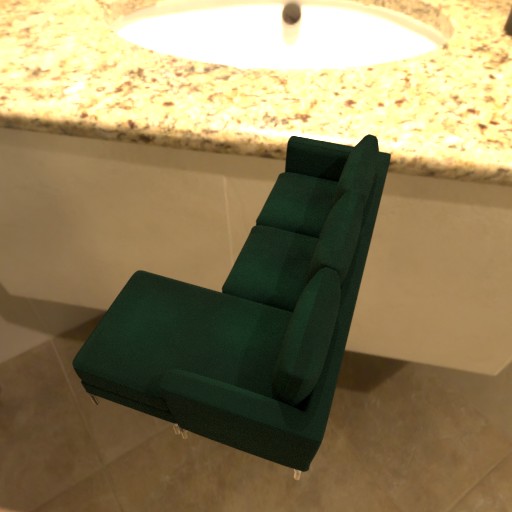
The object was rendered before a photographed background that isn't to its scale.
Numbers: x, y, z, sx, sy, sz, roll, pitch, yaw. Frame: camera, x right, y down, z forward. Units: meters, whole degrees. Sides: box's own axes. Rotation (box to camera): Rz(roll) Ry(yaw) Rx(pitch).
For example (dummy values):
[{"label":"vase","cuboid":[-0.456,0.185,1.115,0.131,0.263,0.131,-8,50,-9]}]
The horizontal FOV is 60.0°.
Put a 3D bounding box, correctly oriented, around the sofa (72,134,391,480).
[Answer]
[{"label":"sofa","cuboid":[0.000,0.000,3.156,1.489,1.007,2.441,14,49,13]}]
